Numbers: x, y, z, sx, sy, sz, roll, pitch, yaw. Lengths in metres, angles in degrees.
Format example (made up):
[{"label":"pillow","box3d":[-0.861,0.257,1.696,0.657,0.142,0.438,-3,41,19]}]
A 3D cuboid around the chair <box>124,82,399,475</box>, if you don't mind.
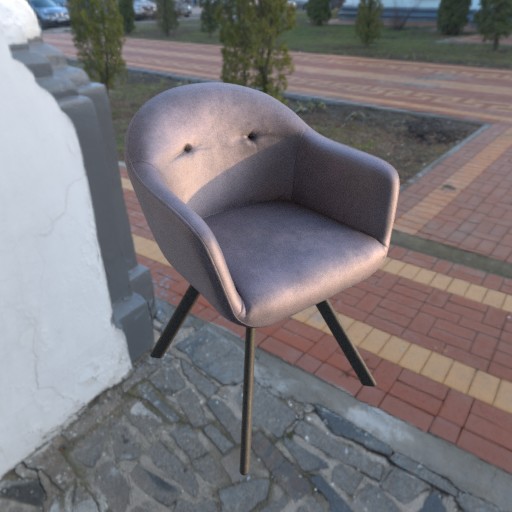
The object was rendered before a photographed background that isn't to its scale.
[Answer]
[{"label":"chair","box3d":[0.000,0.000,1.155,0.567,0.781,0.544,-21,36,-31]}]
